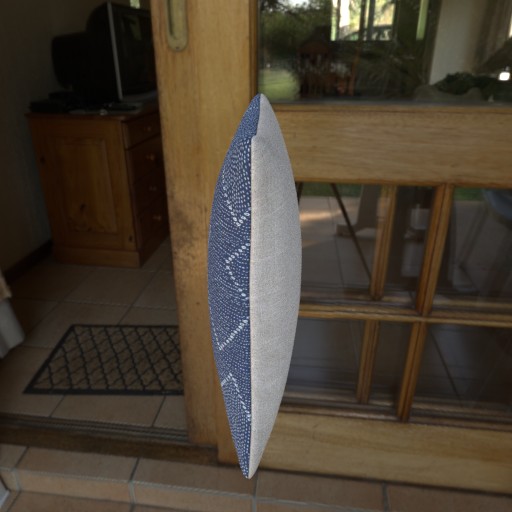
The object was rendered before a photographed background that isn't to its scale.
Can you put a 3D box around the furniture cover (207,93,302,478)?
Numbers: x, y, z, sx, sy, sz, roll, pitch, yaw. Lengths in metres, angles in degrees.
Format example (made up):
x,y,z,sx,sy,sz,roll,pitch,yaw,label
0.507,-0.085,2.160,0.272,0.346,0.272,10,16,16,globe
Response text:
x,y,z,sx,sy,sz,roll,pitch,yaw,label
0.000,0.000,0.788,0.162,0.503,0.511,1,25,1,furniture cover
